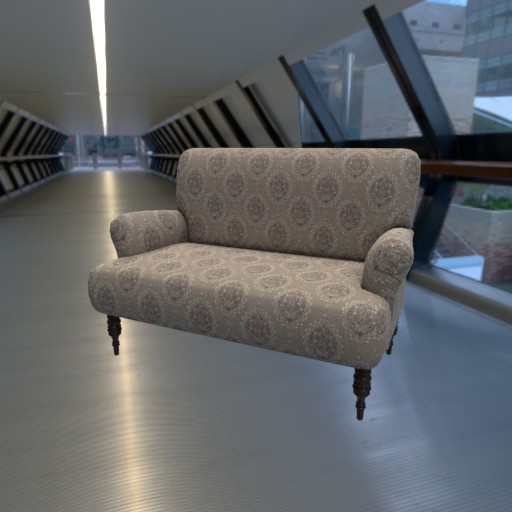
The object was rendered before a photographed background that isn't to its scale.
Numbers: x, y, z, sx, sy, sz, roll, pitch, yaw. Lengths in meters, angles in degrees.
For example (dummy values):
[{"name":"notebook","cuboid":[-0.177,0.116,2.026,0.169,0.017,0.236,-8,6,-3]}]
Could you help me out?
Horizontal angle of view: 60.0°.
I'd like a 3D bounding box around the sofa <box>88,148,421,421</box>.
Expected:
[{"name":"sofa","cuboid":[0.000,0.000,1.887,1.297,0.889,0.779,7,16,25]}]
